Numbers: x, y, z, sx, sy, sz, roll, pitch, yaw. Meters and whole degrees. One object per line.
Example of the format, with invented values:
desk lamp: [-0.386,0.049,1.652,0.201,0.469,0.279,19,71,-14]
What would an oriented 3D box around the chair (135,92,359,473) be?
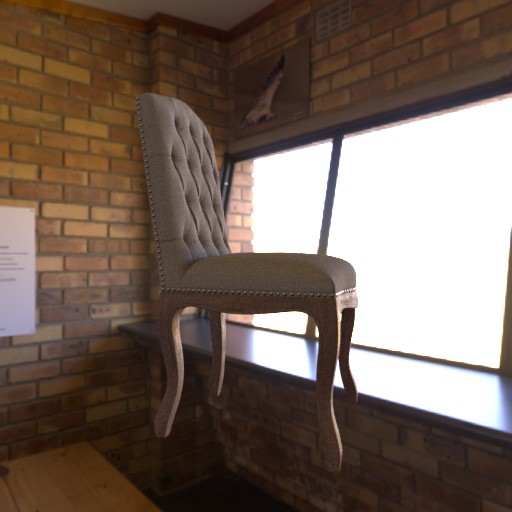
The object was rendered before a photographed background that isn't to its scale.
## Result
chair: [0.000,0.000,1.611,0.731,1.191,0.637,0,0,17]
